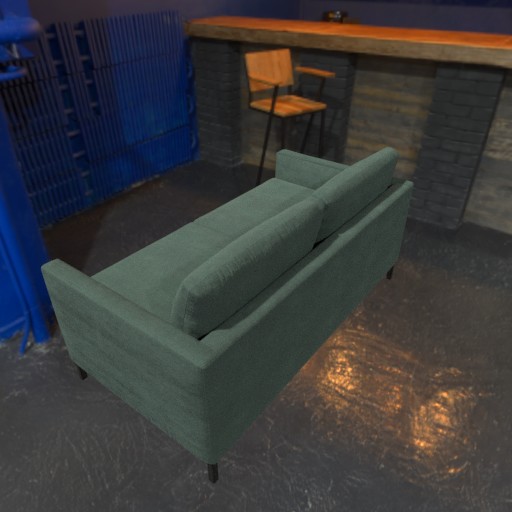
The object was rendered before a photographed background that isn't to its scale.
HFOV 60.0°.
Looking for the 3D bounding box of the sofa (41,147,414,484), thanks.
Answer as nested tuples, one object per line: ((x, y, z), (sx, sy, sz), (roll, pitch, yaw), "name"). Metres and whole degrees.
((0.000, 0.000, 2.139), (0.875, 0.817, 1.676), (22, 39, 31), "sofa")
